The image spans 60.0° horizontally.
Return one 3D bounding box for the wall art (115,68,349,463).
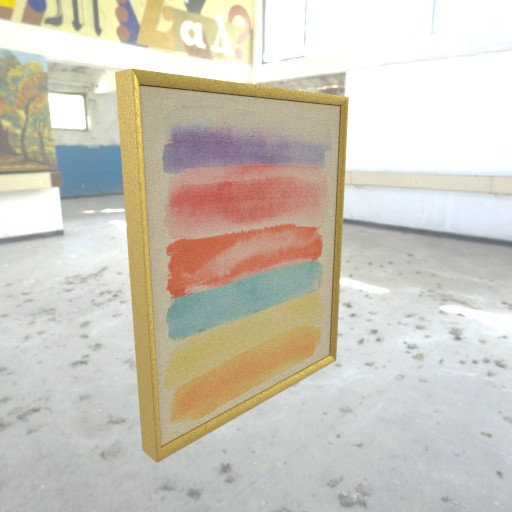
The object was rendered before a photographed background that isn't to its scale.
[{"bbox_3d":[0.000,0.000,0.895,0.537,0.642,0.048,-14,19,-43],"label":"wall art"}]
